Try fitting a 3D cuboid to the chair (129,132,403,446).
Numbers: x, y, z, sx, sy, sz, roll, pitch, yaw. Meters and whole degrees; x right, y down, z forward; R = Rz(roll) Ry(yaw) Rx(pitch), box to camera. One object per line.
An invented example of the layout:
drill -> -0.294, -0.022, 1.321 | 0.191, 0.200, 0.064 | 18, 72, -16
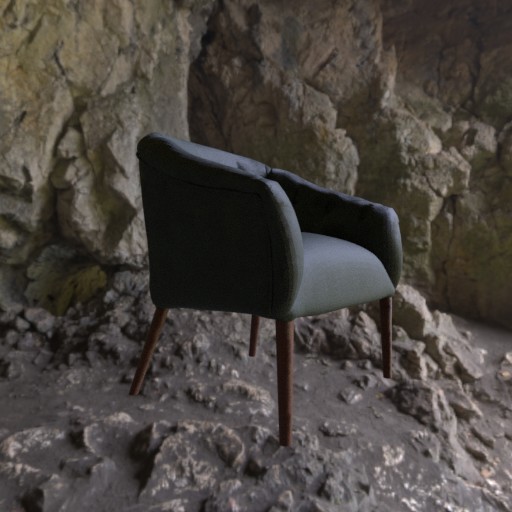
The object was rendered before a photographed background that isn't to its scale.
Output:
chair -> 0.000, 0.000, 1.529 | 0.776, 0.885, 0.851 | 0, 1, 36
